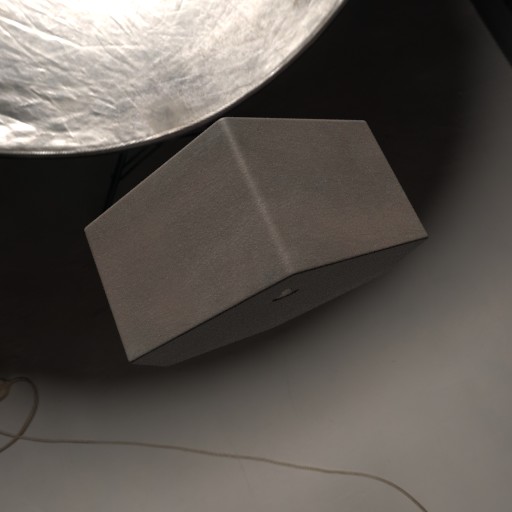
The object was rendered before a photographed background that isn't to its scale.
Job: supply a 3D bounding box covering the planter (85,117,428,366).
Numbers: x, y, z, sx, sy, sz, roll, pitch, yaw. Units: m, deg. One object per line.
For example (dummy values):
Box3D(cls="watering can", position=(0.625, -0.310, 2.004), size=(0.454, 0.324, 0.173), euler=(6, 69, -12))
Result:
Box3D(cls="planter", position=(0.000, 0.000, 0.284), size=(0.169, 0.206, 0.077), euler=(-22, 76, -6))
